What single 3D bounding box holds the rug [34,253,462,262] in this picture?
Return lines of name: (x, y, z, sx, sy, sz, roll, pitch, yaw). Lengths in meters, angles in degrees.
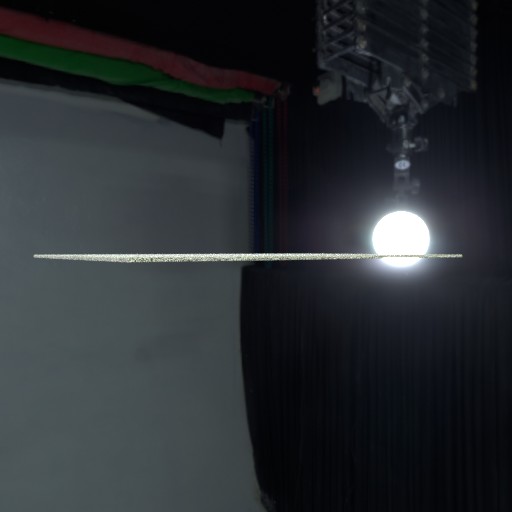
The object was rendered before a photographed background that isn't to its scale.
rug: (0.000, 0.000, 2.838, 2.297, 0.018, 1.532, 0, 1, -38)
